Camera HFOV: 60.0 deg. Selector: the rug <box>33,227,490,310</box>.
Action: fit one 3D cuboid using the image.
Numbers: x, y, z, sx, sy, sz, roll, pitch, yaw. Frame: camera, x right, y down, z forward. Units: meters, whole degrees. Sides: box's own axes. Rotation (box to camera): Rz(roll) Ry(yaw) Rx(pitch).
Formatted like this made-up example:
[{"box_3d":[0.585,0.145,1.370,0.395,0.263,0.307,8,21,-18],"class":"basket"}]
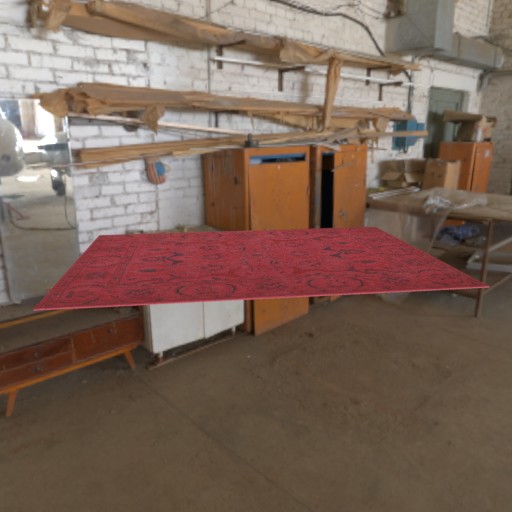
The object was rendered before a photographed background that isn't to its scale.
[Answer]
[{"box_3d":[0.000,0.000,2.315,1.814,0.008,1.209,-2,16,-8],"class":"rug"}]
